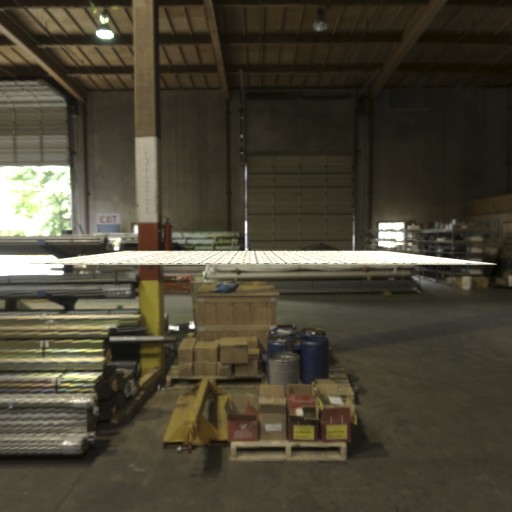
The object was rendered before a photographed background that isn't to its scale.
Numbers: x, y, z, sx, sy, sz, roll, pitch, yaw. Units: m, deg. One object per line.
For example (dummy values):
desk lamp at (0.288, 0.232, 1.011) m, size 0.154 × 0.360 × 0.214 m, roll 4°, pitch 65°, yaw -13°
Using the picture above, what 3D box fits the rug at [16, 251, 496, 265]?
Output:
rug at (0.000, 0.000, 2.010) m, size 1.556 × 0.006 × 1.146 m, roll 0°, pitch 3°, yaw 0°
